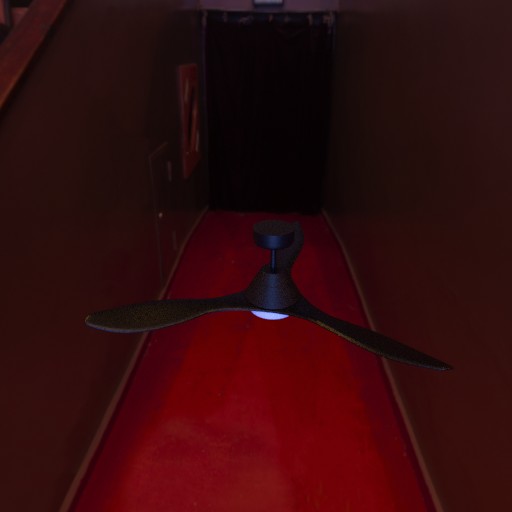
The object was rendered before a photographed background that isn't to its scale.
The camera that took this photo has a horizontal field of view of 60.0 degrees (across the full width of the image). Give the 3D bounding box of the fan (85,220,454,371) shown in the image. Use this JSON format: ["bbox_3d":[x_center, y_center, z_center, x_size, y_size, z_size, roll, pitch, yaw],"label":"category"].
[{"bbox_3d":[0.000,0.000,1.618,1.067,0.305,1.067,0,26,0],"label":"fan"}]
